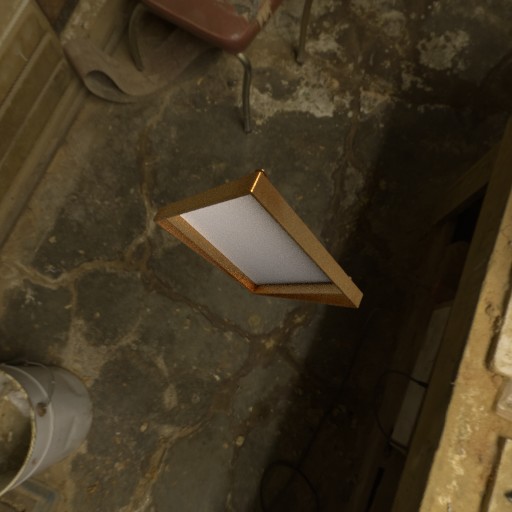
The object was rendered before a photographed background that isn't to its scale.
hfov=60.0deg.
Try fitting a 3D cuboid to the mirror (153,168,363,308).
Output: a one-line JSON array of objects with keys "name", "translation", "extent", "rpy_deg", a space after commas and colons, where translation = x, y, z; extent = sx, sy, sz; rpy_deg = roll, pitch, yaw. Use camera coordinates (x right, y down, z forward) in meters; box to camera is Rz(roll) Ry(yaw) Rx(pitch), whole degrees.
[{"name": "mirror", "translation": [0.000, 0.000, 0.832], "extent": [0.419, 0.679, 0.032], "rpy_deg": [23, 76, 6]}]
